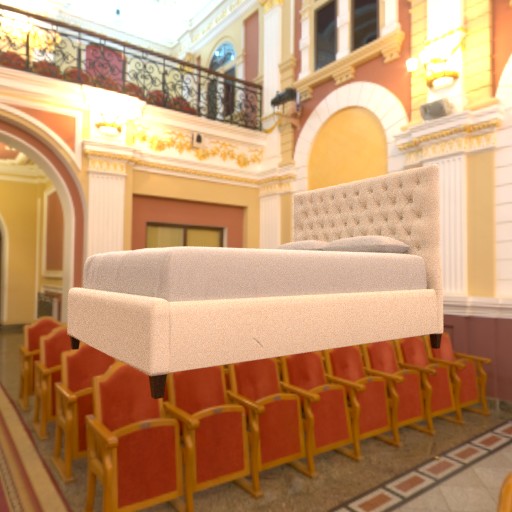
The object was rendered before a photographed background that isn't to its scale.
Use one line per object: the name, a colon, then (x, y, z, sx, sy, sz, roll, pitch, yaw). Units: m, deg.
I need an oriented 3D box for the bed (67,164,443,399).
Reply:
bed: (0.000, 0.000, 3.436, 2.387, 1.427, 1.698, 1, -2, -35)
